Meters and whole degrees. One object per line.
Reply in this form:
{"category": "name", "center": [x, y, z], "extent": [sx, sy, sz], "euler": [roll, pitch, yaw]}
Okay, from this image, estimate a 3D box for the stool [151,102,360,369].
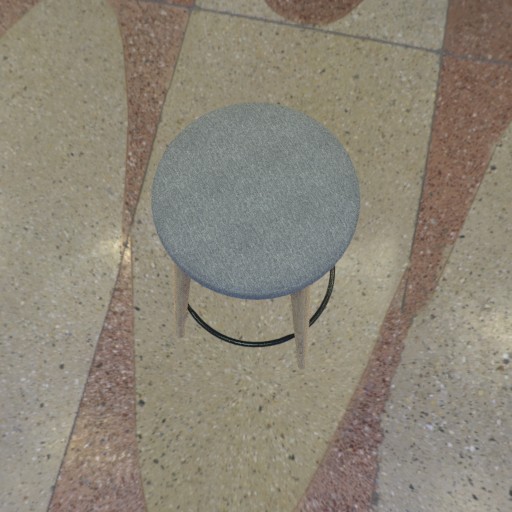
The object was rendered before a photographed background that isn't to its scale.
{"category": "stool", "center": [0.000, 0.000, 1.017], "extent": [0.410, 0.770, 0.410], "euler": [14, 75, 4]}
